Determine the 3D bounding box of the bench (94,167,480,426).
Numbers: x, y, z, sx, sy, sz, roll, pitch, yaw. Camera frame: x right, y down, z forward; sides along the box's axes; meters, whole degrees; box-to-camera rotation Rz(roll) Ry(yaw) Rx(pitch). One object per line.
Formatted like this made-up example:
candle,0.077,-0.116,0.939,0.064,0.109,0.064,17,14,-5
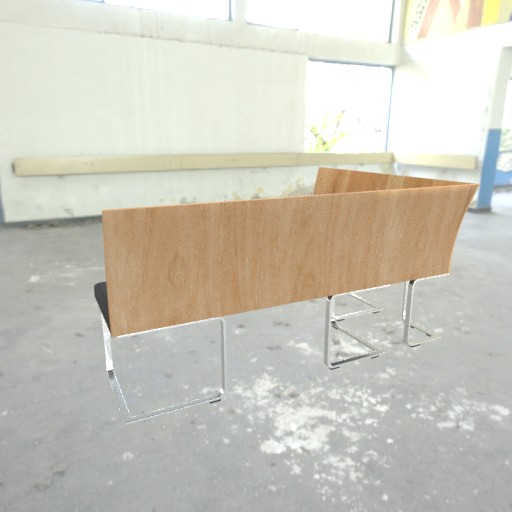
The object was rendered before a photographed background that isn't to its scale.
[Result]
bench,0.000,0.000,2.729,1.945,0.930,1.495,-8,17,-26
